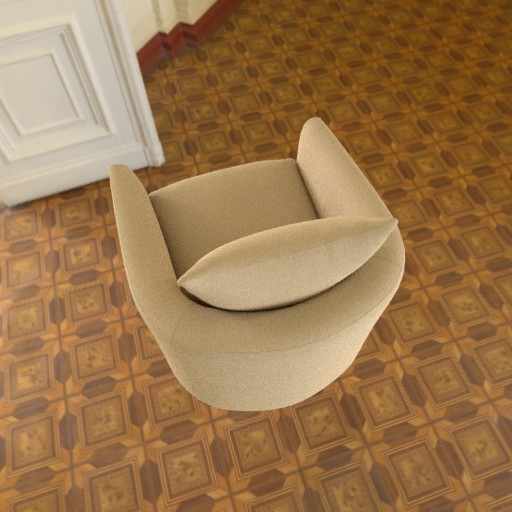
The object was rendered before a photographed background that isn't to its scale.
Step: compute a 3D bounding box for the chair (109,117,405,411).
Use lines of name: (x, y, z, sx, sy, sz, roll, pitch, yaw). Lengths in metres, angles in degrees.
chair: (0.000, 0.000, 1.562, 0.845, 0.848, 0.910, -16, 59, -10)
